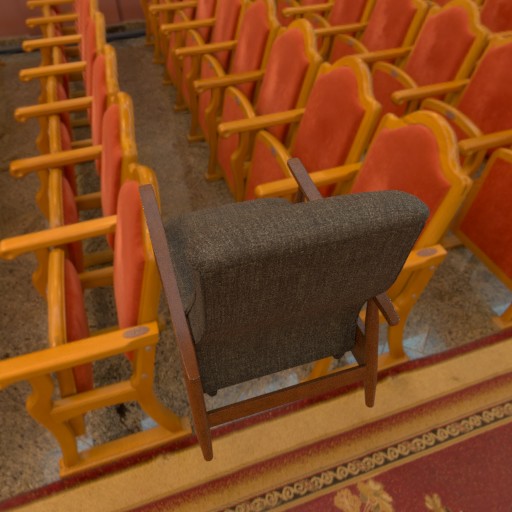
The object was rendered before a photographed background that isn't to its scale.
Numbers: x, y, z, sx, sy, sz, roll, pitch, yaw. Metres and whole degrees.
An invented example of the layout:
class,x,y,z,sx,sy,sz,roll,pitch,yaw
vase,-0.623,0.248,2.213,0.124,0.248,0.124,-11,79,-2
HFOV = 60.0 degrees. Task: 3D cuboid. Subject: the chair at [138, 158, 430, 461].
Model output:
class,x,y,z,sx,sy,sz,roll,pitch,yaw
chair,0.000,0.000,1.752,0.762,1.082,1.014,-13,45,-13
